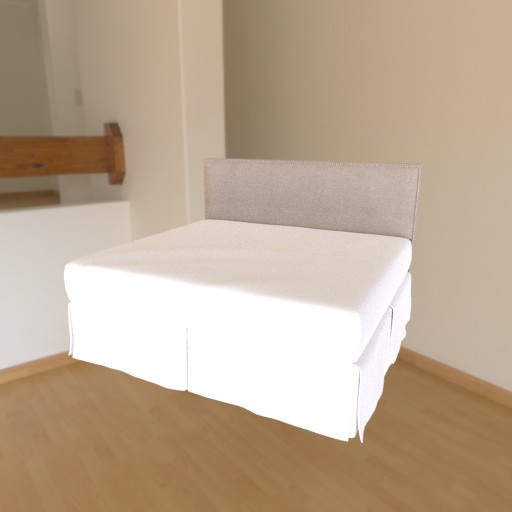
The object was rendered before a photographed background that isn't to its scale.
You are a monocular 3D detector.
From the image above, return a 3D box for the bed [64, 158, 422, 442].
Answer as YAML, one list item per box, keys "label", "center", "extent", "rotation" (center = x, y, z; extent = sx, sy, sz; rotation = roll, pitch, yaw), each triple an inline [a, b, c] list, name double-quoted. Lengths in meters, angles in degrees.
- label: "bed"
  center: [0.000, 0.000, 3.399]
  extent: [2.170, 1.346, 1.914]
  rotation: [7, 17, 25]
